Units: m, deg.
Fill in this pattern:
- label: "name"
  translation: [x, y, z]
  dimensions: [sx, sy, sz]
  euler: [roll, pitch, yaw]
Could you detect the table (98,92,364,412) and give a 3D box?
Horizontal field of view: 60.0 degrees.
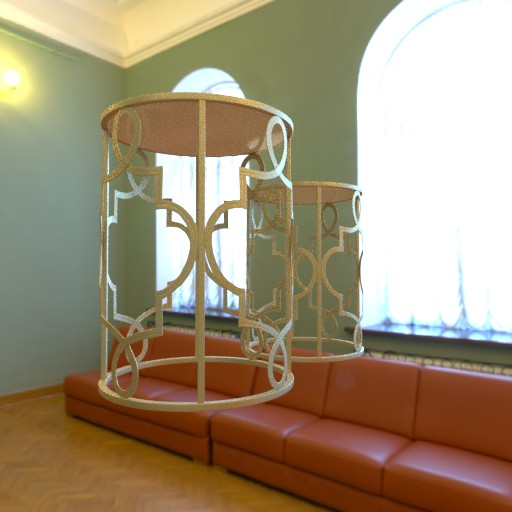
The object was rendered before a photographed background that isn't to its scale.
- label: "table"
  translation: [0.000, 0.000, 1.162]
  dimensions: [0.420, 0.564, 0.846]
  euler: [-1, -2, 37]
